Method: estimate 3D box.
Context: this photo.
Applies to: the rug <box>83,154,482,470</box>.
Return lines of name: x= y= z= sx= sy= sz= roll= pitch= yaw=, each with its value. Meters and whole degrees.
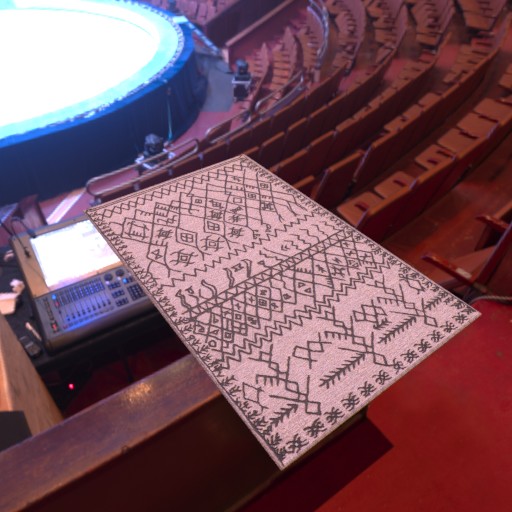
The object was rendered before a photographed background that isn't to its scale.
rug: x=0.000 y=0.000 z=3.026 sx=1.526 sy=0.012 sz=2.444 roll=-26 pitch=47 yaw=-27
